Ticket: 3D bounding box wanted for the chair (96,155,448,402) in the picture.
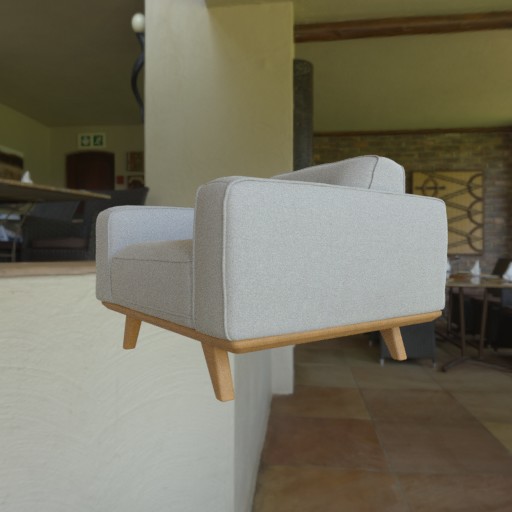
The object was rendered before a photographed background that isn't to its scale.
[{"bbox_3d":[0.000,0.000,1.755,0.953,0.779,1.115,-1,1,-36],"label":"chair"}]
